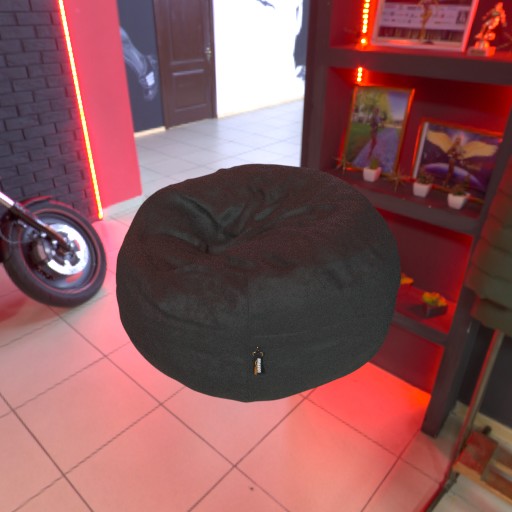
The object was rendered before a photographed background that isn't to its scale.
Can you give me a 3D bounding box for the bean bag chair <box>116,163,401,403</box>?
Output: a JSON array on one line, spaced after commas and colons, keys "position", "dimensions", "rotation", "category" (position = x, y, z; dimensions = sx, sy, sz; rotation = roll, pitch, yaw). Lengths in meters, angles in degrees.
[{"position": [0.000, 0.000, 2.448], "dimensions": [1.525, 0.751, 1.525], "rotation": [0, 30, 0], "category": "bean bag chair"}]
